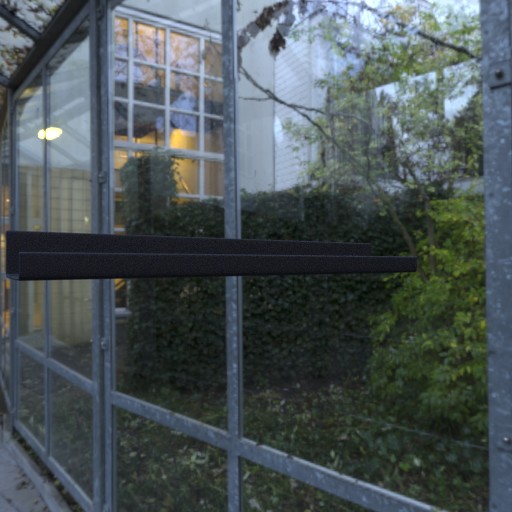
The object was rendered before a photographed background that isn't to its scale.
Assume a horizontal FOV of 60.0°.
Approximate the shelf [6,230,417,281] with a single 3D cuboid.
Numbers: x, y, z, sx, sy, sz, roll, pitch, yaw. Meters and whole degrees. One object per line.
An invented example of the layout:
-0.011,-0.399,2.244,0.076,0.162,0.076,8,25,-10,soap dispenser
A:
0.000,0.000,0.623,0.605,0.053,0.102,1,-1,-36,shelf
